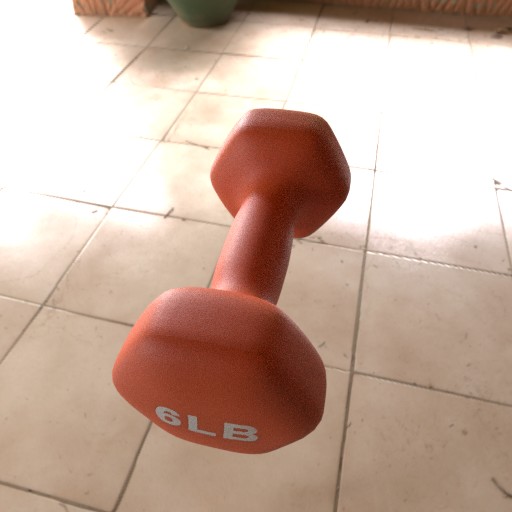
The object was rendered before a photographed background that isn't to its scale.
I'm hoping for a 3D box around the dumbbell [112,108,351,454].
[{"bbox_3d":[0.000,0.000,0.203,0.079,0.071,0.162,10,47,9],"label":"dumbbell"}]
